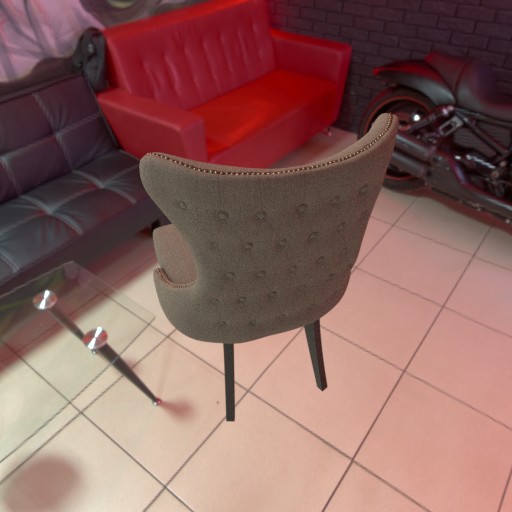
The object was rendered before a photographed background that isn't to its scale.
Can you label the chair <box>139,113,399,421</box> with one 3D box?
[{"bbox_3d":[0.000,0.000,1.373,0.628,0.967,0.635,-14,42,-15],"label":"chair"}]
